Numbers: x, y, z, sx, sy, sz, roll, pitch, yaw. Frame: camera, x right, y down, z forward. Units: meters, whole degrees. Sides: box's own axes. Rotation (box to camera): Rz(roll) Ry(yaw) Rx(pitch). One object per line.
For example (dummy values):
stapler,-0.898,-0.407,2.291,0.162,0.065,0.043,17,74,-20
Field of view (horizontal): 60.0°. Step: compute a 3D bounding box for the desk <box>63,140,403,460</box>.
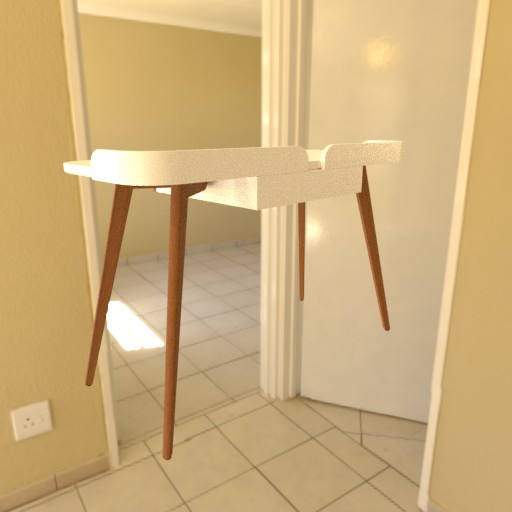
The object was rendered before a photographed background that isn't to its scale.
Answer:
desk,0.000,0.000,1.633,1.206,0.807,0.534,-15,22,-42
